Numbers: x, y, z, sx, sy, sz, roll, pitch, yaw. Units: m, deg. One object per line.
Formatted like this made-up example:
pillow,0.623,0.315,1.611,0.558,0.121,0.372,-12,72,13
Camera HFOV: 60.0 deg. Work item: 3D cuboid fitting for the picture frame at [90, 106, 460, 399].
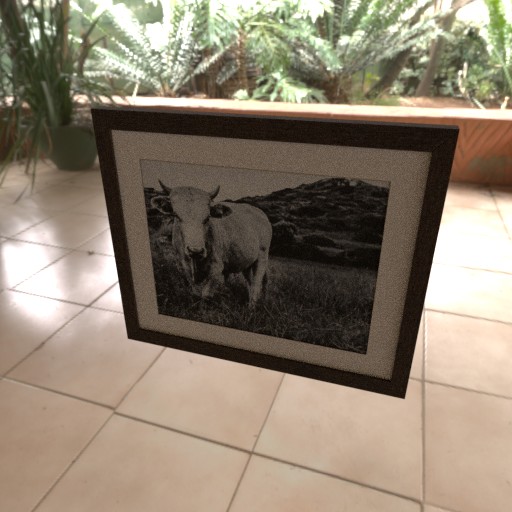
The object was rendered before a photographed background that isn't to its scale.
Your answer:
picture frame,0.000,0.000,0.745,0.546,0.455,0.026,8,28,16
